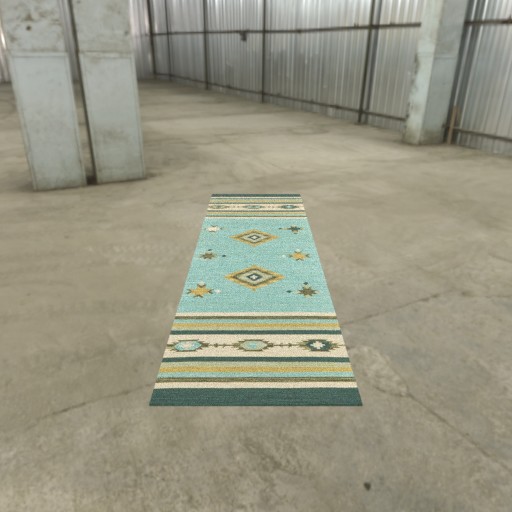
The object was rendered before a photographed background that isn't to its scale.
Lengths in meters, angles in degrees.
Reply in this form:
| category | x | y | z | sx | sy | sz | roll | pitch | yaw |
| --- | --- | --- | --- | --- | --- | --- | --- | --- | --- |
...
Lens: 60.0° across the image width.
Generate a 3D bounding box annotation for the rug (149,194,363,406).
| category | x | y | z | sx | sy | sz | roll | pitch | yaw |
| --- | --- | --- | --- | --- | --- | --- | --- | --- | --- |
| rug | 0.000 | 0.000 | 2.647 | 0.744 | 0.010 | 2.441 | 0 | 25 | 0 |
